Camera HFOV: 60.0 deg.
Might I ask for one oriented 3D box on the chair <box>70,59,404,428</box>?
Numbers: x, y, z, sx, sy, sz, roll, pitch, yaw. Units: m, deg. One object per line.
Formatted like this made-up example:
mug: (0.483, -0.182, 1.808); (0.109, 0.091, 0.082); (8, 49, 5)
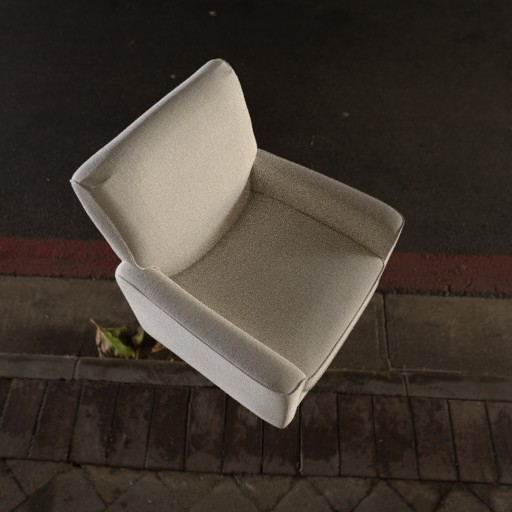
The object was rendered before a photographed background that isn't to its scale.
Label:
chair: (0.000, 0.000, 1.666); (0.858, 1.028, 0.841); (31, 64, 17)
